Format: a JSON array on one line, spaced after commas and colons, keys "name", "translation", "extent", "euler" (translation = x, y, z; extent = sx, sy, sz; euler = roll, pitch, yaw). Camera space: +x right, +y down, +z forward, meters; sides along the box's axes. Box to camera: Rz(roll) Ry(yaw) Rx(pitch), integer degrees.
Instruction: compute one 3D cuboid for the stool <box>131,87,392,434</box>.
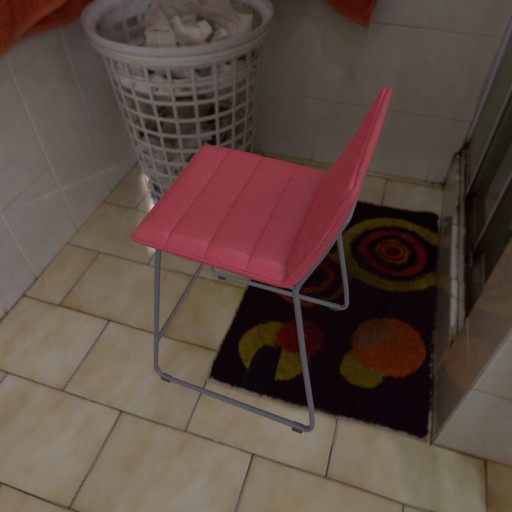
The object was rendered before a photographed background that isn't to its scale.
[{"name": "stool", "translation": [0.000, 0.000, 1.188], "extent": [0.524, 0.866, 0.489], "euler": [15, 49, 14]}]
